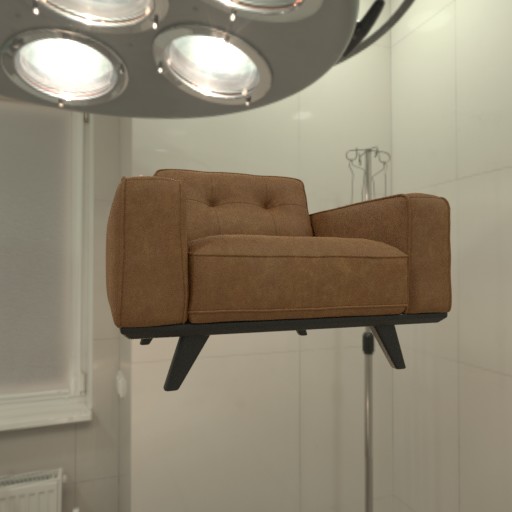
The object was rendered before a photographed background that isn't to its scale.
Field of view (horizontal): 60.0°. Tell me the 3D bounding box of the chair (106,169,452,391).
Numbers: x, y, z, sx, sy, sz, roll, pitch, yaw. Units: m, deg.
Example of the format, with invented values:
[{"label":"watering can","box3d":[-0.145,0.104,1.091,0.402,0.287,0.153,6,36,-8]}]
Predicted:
[{"label":"chair","box3d":[0.000,0.000,1.749,1.118,0.782,0.952,0,-1,-20]}]
